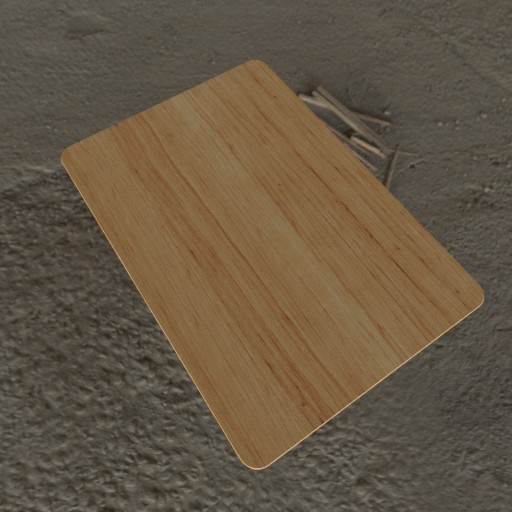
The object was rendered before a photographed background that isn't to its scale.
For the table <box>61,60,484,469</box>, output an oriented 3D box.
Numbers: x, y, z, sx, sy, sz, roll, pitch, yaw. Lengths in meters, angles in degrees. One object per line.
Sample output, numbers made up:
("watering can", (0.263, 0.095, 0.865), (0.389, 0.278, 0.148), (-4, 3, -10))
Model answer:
("table", (0.000, 0.000, 1.361), (0.696, 0.445, 0.997), (-31, 68, -14))
